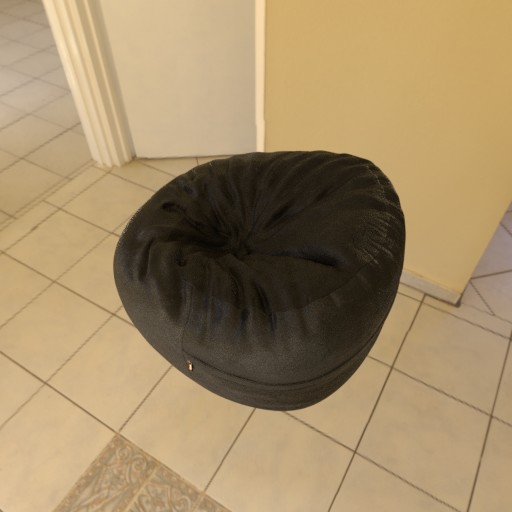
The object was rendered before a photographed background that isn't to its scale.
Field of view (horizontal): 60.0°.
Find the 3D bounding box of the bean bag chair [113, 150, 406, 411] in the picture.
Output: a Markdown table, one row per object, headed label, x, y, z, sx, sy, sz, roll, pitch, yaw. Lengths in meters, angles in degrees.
| label | x | y | z | sx | sy | sz | roll | pitch | yaw |
| --- | --- | --- | --- | --- | --- | --- | --- | --- | --- |
| bean bag chair | 0.000 | 0.000 | 2.448 | 1.524 | 0.878 | 1.524 | 16 | 49 | 15 |
